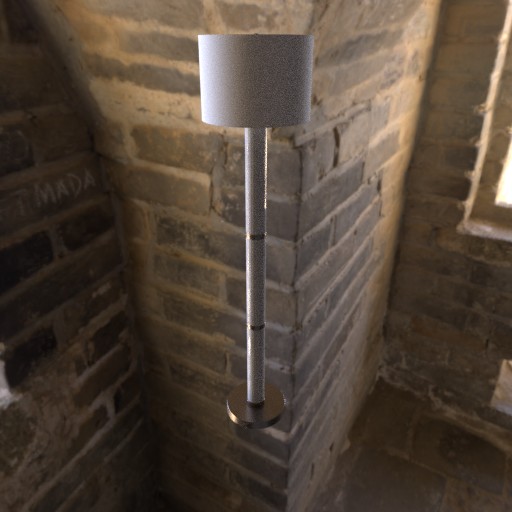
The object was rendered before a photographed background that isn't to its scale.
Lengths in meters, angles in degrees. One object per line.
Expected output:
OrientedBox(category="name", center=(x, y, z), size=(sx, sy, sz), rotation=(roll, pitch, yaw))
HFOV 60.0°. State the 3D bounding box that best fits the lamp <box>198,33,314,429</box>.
OrientedBox(category="lamp", center=(0.000, 0.000, 1.781), size=(0.377, 1.599, 0.377), rotation=(-8, 27, -16))
